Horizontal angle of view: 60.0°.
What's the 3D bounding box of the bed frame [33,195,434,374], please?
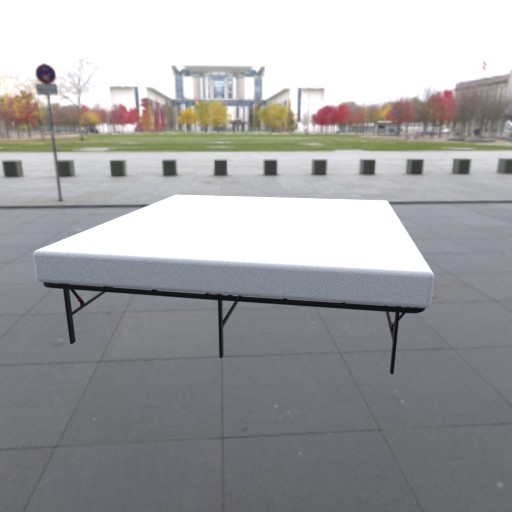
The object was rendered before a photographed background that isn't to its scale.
[{"bbox_3d":[0.000,0.000,3.087,1.935,0.525,2.033,3,16,10],"label":"bed frame"}]
